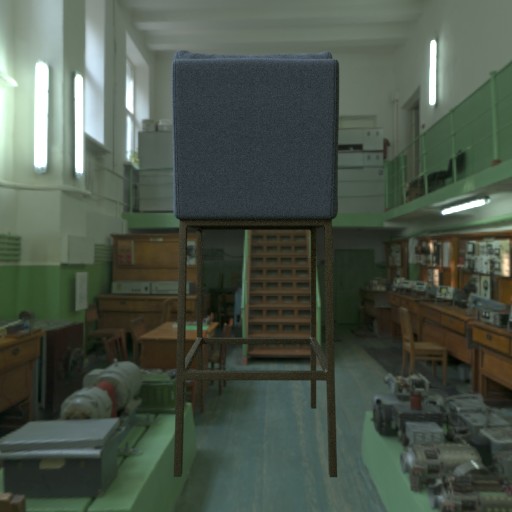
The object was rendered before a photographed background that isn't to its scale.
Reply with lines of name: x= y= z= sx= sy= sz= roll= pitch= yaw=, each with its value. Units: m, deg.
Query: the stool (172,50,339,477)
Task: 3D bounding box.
stool: x=0.000 y=0.000 z=1.400 sx=0.463 sy=1.130 sz=0.569 roll=0 pitch=0 yaw=0
